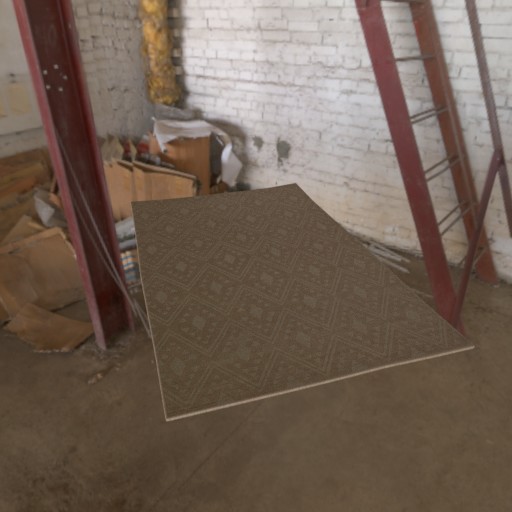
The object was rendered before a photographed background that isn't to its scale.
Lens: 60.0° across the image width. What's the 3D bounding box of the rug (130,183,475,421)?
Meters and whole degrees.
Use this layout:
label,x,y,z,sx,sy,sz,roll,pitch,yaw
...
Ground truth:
label,x,y,z,sx,sy,sz,roll,pitch,yaw
rug,0.000,0.000,3.036,1.553,0.053,2.430,-9,30,-15
